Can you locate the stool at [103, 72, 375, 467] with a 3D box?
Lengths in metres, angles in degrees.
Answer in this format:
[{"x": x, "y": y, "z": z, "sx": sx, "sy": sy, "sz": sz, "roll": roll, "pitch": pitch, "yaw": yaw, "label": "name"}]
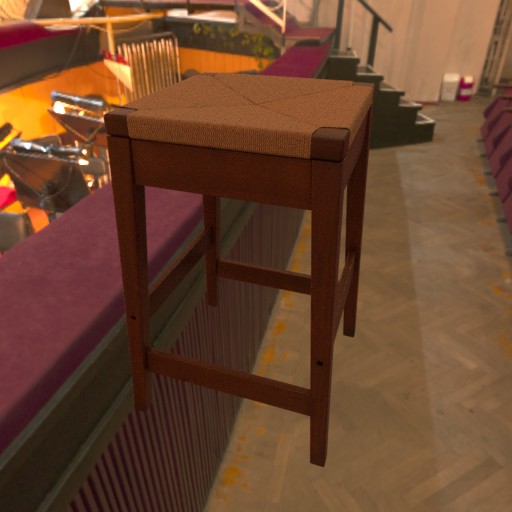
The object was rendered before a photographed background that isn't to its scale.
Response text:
[{"x": 0.000, "y": 0.000, "z": 1.094, "sx": 0.507, "sy": 0.762, "sz": 0.497, "roll": 10, "pitch": 34, "yaw": 16, "label": "stool"}]
